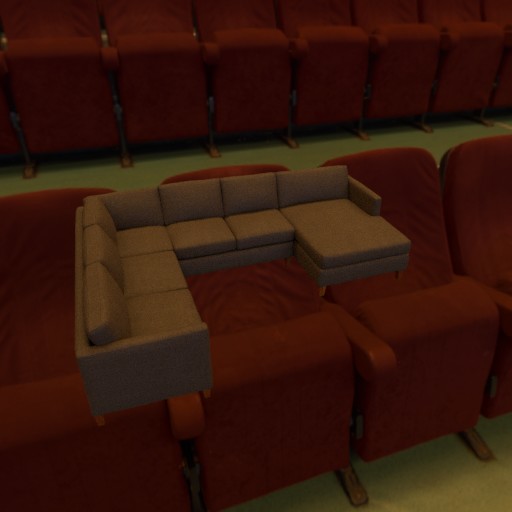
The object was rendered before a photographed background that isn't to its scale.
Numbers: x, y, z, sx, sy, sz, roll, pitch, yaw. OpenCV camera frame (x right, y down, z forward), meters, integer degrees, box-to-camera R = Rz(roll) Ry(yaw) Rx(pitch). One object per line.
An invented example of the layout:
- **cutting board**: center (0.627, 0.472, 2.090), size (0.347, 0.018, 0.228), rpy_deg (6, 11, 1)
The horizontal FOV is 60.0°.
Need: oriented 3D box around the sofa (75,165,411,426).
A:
- **sofa**: center (0.000, 0.000, 4.599), size (3.460, 0.961, 2.594), rpy_deg (-10, 32, -16)
